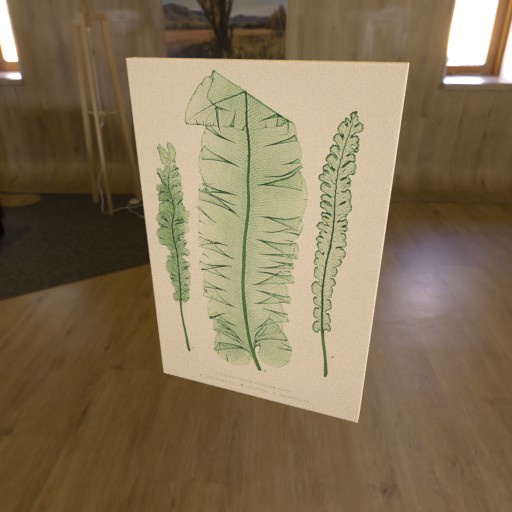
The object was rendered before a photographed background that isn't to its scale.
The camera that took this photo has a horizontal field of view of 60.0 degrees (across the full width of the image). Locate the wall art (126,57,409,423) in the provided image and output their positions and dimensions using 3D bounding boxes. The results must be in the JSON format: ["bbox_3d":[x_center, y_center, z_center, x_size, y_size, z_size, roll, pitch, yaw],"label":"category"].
[{"bbox_3d":[0.000,0.000,1.130,0.610,0.914,0.038,9,28,17],"label":"wall art"}]
